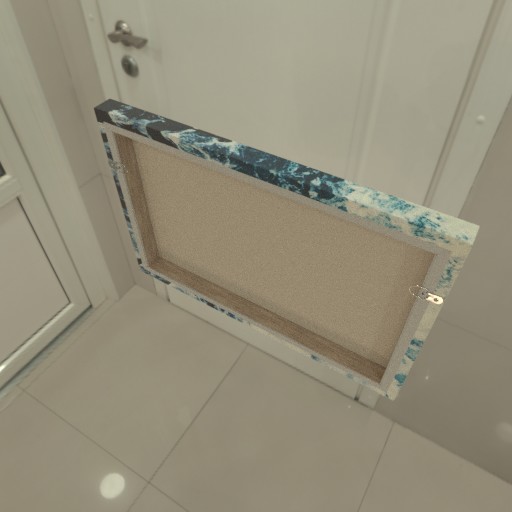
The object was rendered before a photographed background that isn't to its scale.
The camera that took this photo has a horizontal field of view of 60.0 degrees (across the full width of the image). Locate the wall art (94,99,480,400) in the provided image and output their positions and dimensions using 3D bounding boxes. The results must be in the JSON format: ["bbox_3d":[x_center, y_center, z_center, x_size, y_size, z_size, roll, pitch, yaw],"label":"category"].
[{"bbox_3d":[0.000,0.000,0.779,0.609,0.407,0.043,24,51,21],"label":"wall art"}]
